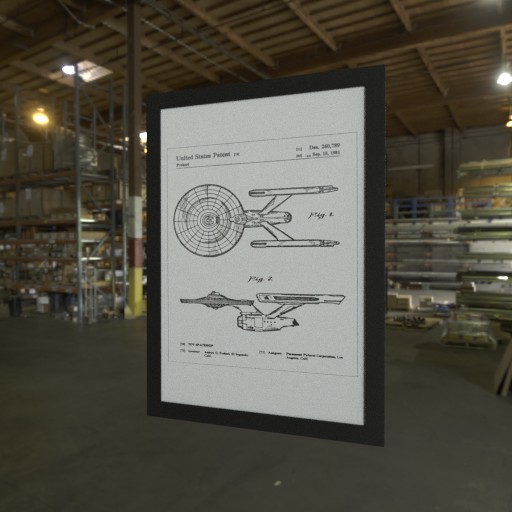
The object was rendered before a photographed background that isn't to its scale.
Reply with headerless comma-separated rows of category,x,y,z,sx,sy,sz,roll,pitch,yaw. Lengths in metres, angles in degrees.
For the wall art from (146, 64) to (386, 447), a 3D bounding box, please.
wall art,0.000,0.000,0.677,0.379,0.530,0.008,0,1,18
